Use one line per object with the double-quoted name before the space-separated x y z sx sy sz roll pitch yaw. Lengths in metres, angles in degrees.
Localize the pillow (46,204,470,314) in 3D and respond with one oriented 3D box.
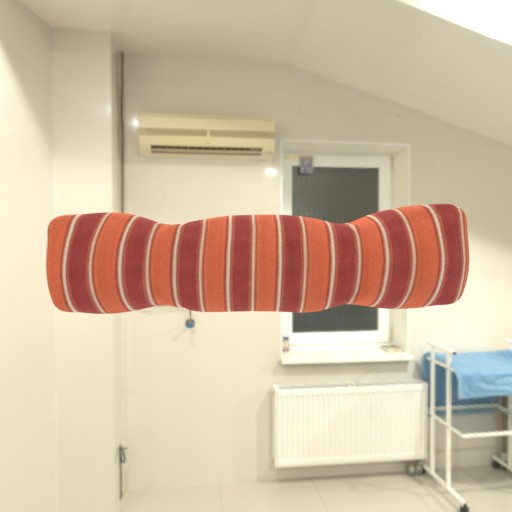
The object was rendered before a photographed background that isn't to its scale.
"pillow" 0.000 0.000 0.720 0.490 0.133 0.468 0 1 -1
